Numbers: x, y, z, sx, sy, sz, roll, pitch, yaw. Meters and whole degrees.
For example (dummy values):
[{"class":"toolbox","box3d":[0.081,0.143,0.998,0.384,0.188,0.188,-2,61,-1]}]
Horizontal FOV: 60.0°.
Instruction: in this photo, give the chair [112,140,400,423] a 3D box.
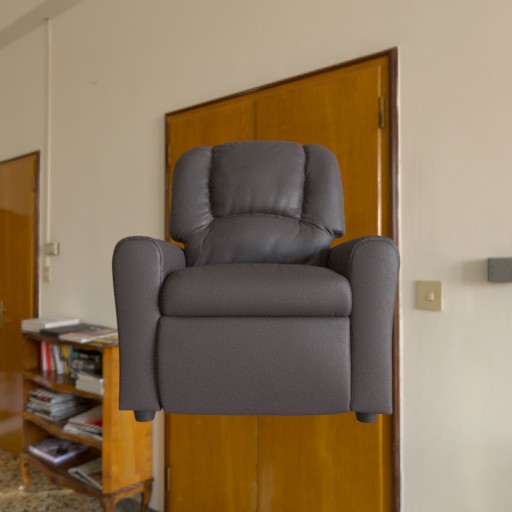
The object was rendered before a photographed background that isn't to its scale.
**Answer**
[{"class":"chair","box3d":[0.000,0.000,1.145,0.610,0.709,0.521,0,-1,1]}]
